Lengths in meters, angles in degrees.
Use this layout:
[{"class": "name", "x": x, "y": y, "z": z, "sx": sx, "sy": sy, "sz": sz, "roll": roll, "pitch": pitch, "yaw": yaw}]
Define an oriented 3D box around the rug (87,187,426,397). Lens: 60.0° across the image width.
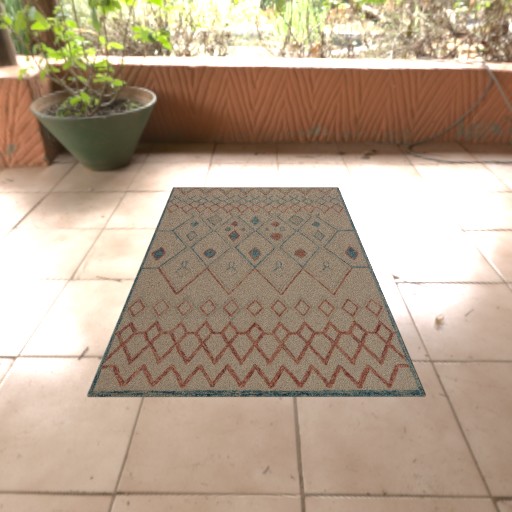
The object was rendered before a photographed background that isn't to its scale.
[{"class": "rug", "x": 0.000, "y": 0.000, "z": 3.030, "sx": 1.524, "sy": 0.015, "sz": 2.438, "roll": 0, "pitch": 31, "yaw": 0}]
